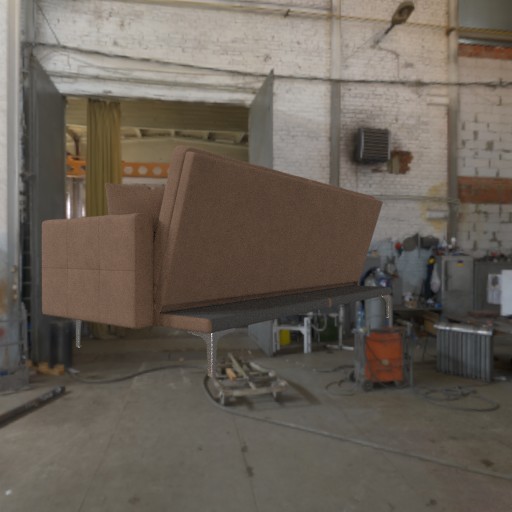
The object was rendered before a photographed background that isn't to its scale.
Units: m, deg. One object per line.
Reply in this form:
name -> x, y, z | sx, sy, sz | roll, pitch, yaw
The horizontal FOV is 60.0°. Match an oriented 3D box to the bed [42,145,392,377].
bed -> 0.000, 0.000, 2.393 | 0.889, 0.787, 1.905 | 0, 1, 36
